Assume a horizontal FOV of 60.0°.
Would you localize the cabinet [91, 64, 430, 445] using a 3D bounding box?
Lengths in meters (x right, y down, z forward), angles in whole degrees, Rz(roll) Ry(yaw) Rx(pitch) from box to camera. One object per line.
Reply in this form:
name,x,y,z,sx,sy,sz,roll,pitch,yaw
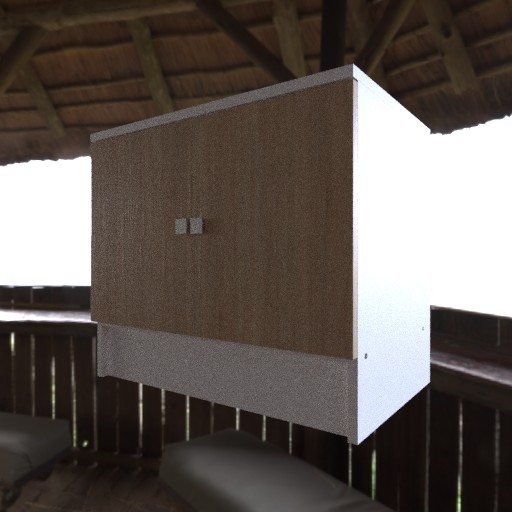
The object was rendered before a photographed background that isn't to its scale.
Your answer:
cabinet,0.000,0.000,0.930,0.600,0.522,0.400,0,0,36
